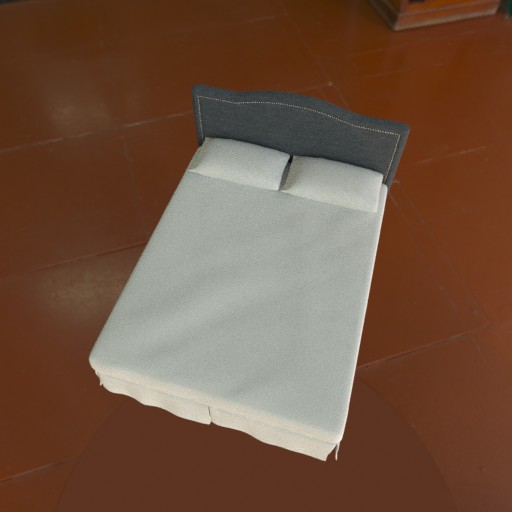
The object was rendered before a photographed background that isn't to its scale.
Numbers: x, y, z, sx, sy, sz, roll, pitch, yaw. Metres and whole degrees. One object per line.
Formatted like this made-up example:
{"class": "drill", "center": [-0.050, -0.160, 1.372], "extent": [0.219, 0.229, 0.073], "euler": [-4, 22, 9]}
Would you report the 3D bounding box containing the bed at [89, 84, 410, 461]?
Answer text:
{"class": "bed", "center": [0.000, 0.000, 3.907], "extent": [2.161, 1.457, 2.689], "euler": [14, 58, 9]}
